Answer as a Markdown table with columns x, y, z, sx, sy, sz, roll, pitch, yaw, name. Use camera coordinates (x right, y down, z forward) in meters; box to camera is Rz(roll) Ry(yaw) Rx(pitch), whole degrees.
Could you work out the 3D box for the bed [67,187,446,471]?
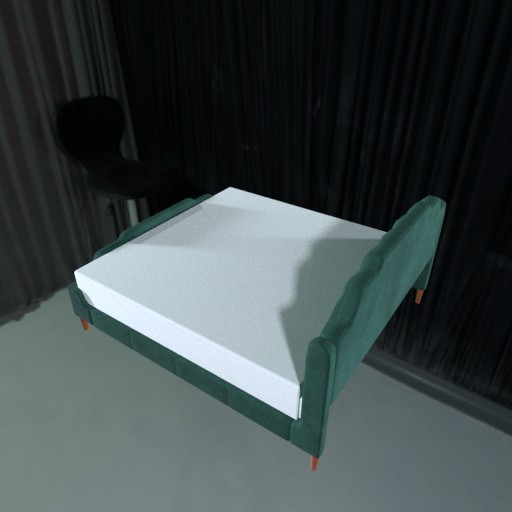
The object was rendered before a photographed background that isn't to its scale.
| x | y | z | sx | sy | sz | roll | pitch | yaw | name |
| --- | --- | --- | --- | --- | --- | --- | --- | --- | --- |
| 0.000 | 0.000 | 3.634 | 2.340 | 1.245 | 2.074 | 20 | 38 | 29 | bed |
